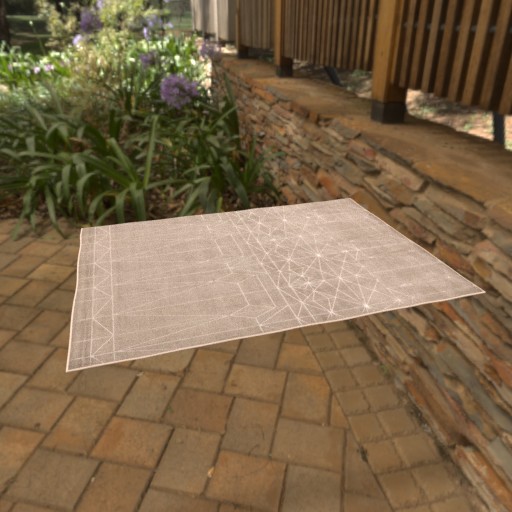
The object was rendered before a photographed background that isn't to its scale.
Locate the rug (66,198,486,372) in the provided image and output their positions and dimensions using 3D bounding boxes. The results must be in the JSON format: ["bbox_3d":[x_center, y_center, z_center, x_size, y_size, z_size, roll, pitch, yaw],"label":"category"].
[{"bbox_3d":[0.000,0.000,4.370,3.357,0.019,2.449,-8,28,-15],"label":"rug"}]
